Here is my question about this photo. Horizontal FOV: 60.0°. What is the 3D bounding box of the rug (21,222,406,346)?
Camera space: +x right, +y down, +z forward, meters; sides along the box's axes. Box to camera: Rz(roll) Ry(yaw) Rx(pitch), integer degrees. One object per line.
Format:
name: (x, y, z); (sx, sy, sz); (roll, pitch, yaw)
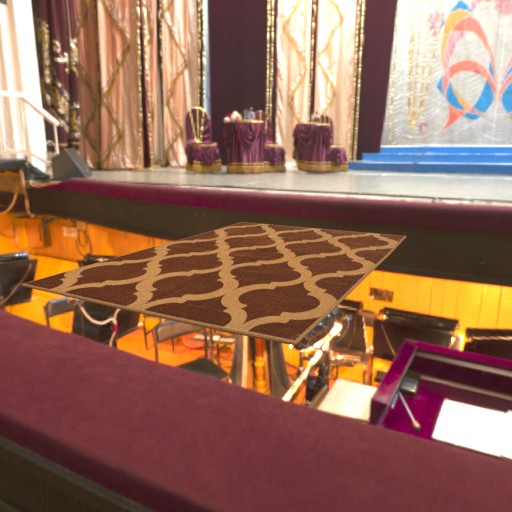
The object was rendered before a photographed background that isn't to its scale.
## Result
rug: (0.000, 0.000, 2.888); (1.526, 0.014, 2.290); (7, 15, 27)
